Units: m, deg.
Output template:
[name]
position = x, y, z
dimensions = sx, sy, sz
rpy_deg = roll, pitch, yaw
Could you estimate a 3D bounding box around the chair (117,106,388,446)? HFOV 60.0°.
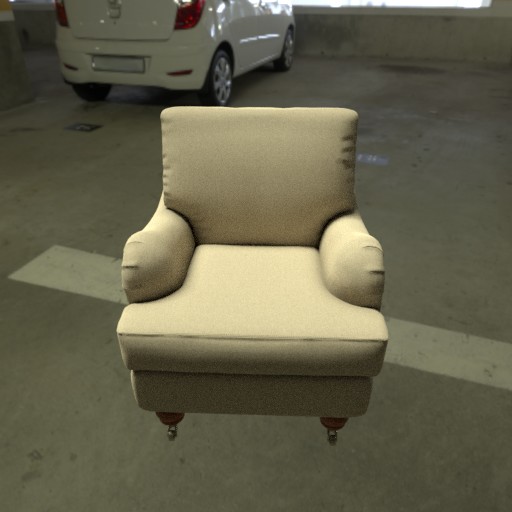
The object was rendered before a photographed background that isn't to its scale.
[chair]
position = 0.000, 0.000, 1.822
dimensions = 0.895, 1.076, 1.078
rpy_deg = 1, 31, 2
